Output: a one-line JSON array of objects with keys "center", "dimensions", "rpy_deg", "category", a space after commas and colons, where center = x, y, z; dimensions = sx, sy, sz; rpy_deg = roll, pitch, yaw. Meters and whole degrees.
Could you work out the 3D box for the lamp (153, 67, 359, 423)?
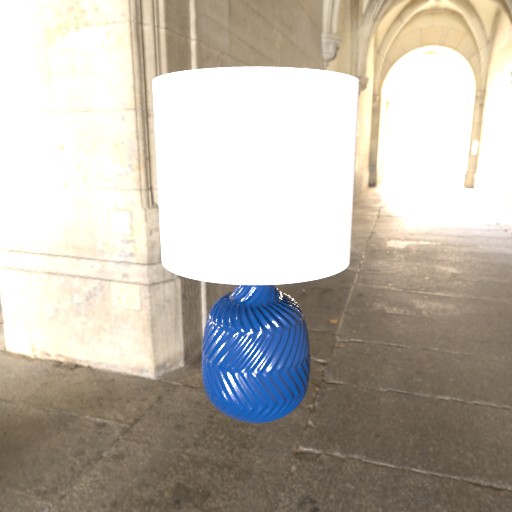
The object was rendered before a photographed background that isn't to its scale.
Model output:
[{"center": [0.000, 0.000, 0.489], "dimensions": [0.203, 0.368, 0.203], "rpy_deg": [-7, 15, -26], "category": "lamp"}]
